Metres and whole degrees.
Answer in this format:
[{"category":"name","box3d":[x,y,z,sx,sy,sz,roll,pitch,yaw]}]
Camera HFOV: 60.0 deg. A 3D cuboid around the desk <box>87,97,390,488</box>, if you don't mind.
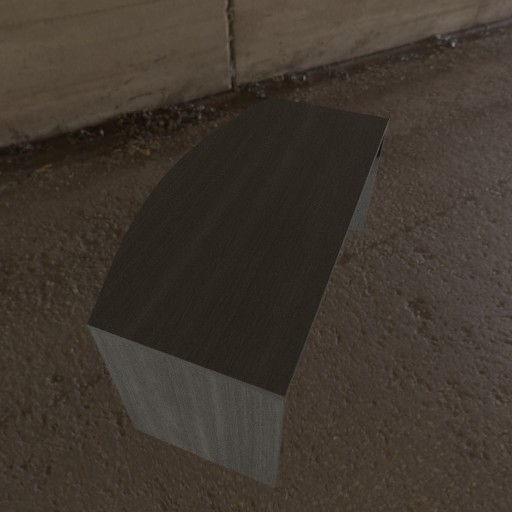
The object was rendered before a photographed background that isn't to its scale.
[{"category":"desk","box3d":[0.000,0.000,2.069,0.802,0.750,1.600,16,48,15]}]
